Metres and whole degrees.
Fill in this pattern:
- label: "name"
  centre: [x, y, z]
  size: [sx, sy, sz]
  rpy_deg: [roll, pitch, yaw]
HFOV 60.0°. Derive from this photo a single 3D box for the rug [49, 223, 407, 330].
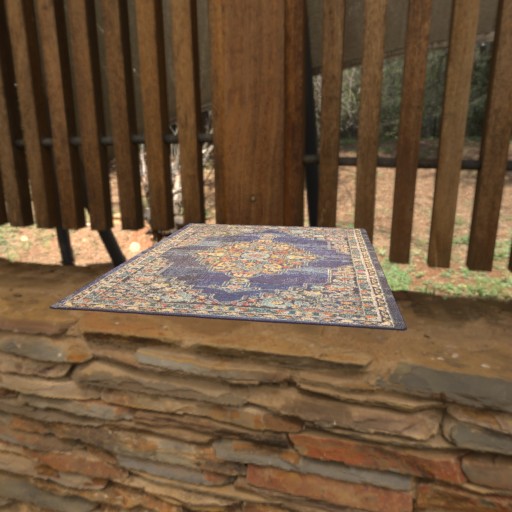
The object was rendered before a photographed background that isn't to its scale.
- label: "rug"
  centre: [0.000, 0.000, 3.020]
  size: [1.630, 0.009, 2.232]
  rpy_deg: [2, 15, 9]
